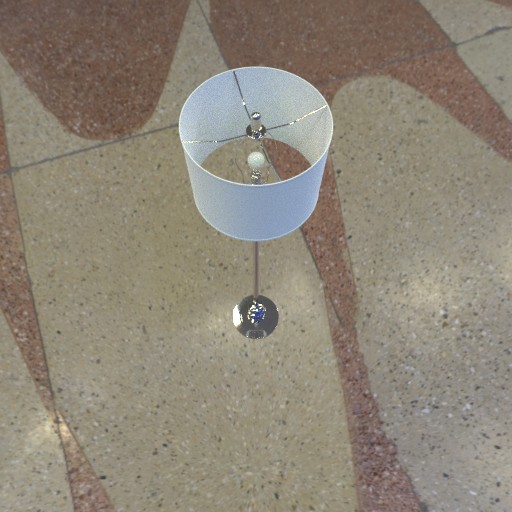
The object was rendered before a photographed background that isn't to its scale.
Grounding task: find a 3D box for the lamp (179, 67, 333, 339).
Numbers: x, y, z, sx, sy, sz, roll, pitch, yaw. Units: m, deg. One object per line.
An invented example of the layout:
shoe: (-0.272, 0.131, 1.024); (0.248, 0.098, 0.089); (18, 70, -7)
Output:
lamp: (0.000, 0.000, 1.673); (0.356, 1.487, 0.356); (-16, 65, -8)
